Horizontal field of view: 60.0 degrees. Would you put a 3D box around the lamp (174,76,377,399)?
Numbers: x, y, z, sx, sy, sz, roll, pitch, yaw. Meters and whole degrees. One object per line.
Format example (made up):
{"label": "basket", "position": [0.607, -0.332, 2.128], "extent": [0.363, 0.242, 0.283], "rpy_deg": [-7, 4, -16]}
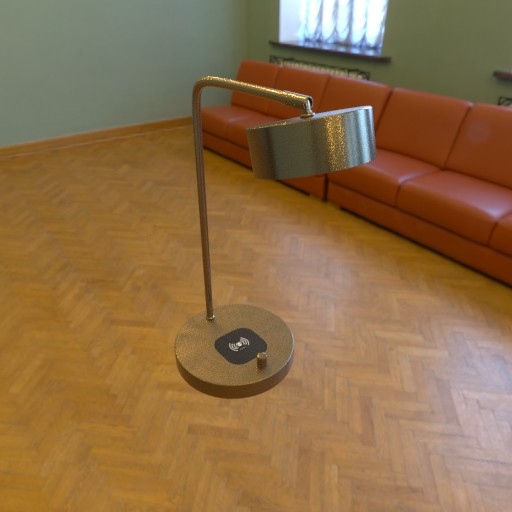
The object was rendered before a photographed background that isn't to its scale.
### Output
{"label": "lamp", "position": [0.000, 0.000, 0.518], "extent": [0.171, 0.380, 0.270], "rpy_deg": [-22, 37, -32]}
